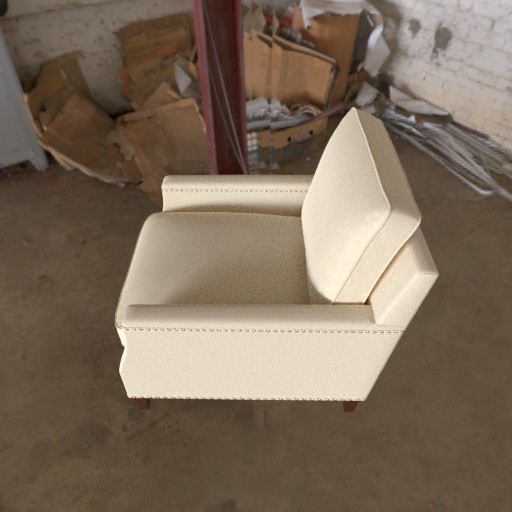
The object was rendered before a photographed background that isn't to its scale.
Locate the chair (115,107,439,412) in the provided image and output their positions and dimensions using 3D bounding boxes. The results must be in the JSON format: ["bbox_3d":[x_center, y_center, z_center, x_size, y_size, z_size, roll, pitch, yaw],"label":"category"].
[{"bbox_3d":[0.000,0.000,1.737,1.014,0.943,0.853,1,43,1],"label":"chair"}]
